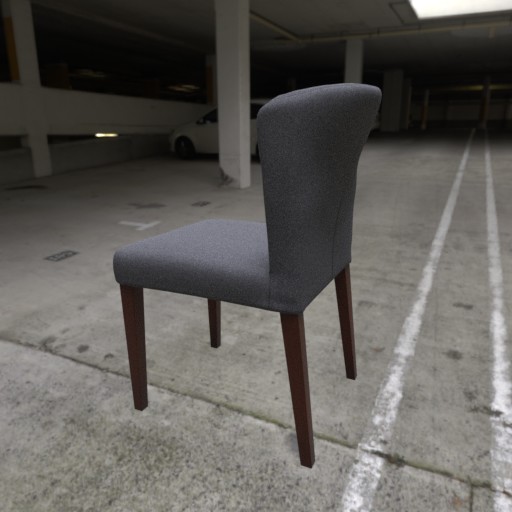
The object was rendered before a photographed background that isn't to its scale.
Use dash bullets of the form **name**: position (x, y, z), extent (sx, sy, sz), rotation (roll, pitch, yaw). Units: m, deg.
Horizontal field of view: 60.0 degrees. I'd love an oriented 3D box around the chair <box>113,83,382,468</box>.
- **chair**: position (0.000, 0.000, 1.191), extent (0.592, 0.839, 0.491), rotation (7, 17, 25)
